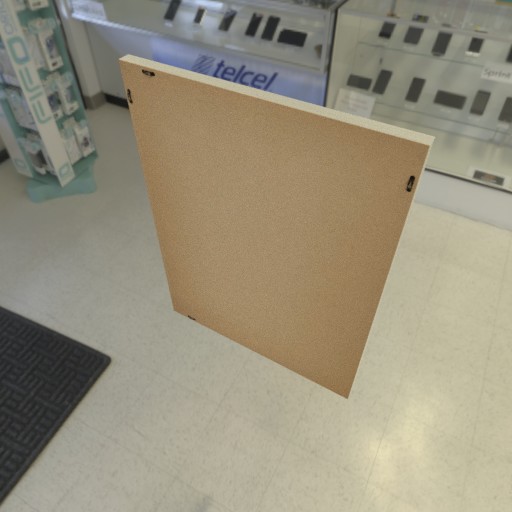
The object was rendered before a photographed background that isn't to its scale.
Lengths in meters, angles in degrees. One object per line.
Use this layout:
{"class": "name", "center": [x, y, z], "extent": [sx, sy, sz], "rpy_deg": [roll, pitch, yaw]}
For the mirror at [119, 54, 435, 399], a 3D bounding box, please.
{"class": "mirror", "center": [0.000, 0.000, 1.326], "extent": [0.762, 1.016, 0.040], "rpy_deg": [23, 50, 21]}
